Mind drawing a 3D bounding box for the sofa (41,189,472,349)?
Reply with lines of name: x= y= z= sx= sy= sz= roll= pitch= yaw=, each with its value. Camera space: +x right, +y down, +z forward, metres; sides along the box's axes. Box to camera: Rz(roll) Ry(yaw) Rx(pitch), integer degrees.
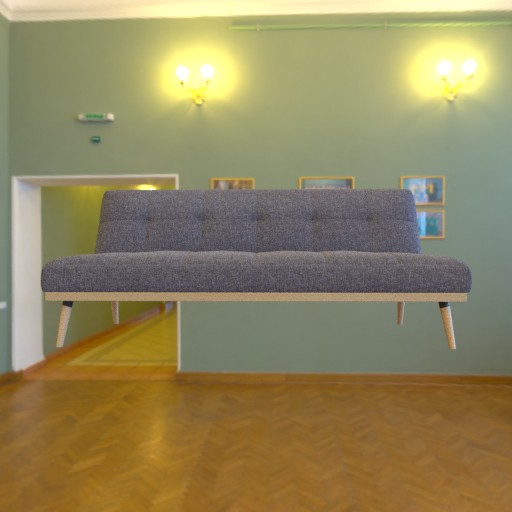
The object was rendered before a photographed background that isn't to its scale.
sofa: x=0.000 y=0.000 z=2.249 sx=1.820 sy=0.770 sz=0.820 roll=0 pitch=0 yaw=1
